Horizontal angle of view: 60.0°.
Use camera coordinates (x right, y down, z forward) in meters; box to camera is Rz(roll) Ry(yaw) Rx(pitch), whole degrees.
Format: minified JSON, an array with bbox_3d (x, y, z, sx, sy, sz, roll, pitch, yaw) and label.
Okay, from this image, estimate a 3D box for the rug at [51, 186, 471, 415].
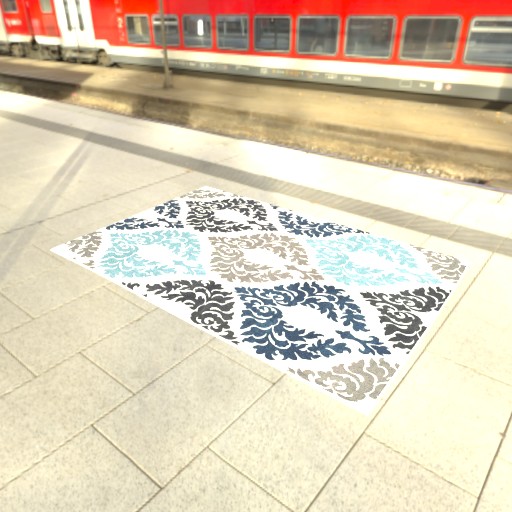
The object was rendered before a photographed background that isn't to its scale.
[{"bbox_3d":[0.000,0.000,2.863,2.275,0.014,1.514,20,35,32],"label":"rug"}]
